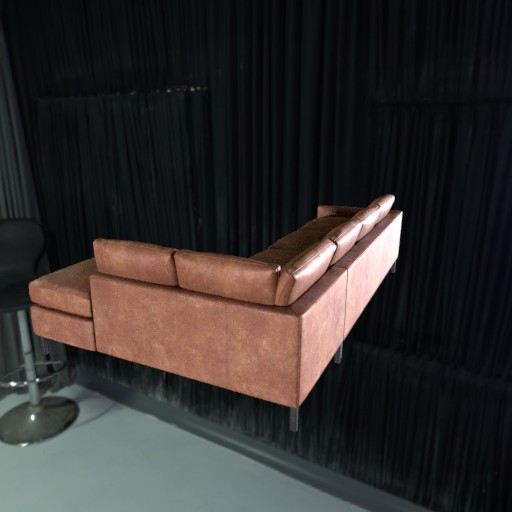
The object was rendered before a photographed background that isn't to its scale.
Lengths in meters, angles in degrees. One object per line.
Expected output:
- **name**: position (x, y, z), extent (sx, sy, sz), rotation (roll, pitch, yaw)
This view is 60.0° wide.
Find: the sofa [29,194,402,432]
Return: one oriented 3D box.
- **sofa**: position (0.000, 0.000, 3.809), extent (1.938, 0.877, 2.984), rotation (8, 19, 25)
